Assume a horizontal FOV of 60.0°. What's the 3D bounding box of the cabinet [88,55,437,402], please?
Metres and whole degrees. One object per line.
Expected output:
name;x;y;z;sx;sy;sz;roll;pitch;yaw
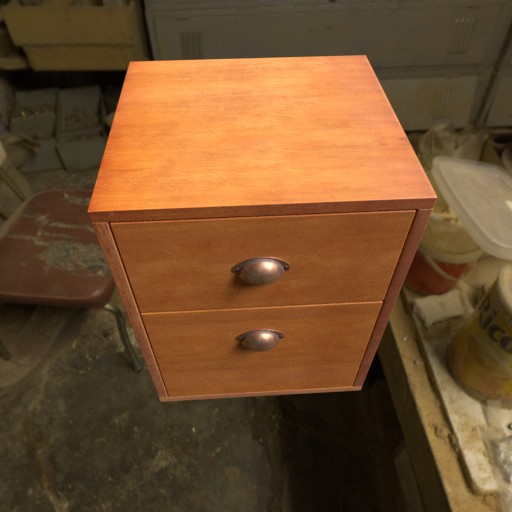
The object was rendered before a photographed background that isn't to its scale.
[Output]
cabinet;0.000;0.000;0.850;0.409;0.579;0.401;-3;48;-2
